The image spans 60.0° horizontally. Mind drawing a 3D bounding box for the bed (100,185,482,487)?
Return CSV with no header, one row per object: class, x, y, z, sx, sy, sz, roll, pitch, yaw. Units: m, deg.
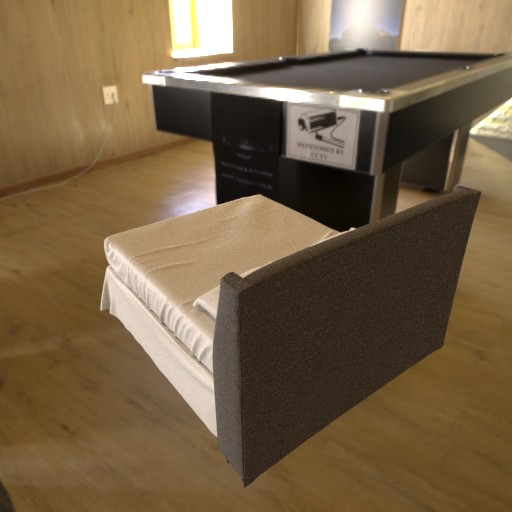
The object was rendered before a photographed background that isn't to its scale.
bed,0.000,0.000,3.393,1.925,1.332,2.276,-20,35,-32
